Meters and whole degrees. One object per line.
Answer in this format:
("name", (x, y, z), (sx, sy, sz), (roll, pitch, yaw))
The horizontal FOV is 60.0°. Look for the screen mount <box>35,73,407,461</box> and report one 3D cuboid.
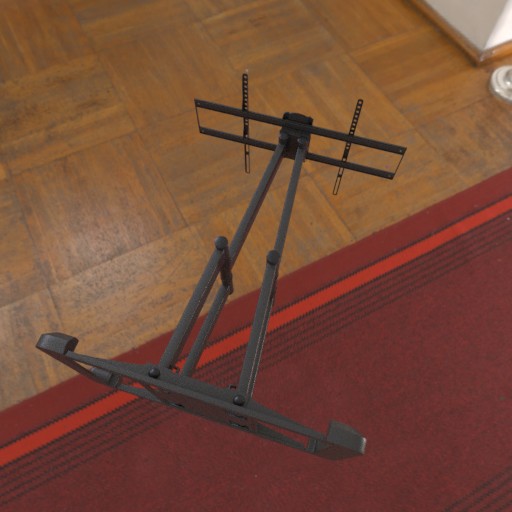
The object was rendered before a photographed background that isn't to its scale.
("screen mount", (0.000, 0.000, 1.294), (0.725, 0.483, 0.905), (15, 65, 8))
